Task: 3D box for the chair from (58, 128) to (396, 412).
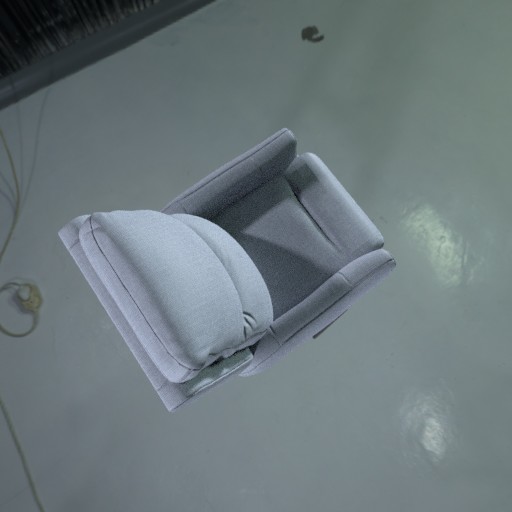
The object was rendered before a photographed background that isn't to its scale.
[{"bbox_3d":[0.000,0.000,1.822,1.080,1.030,0.829,-34,78,-8],"label":"chair"}]
